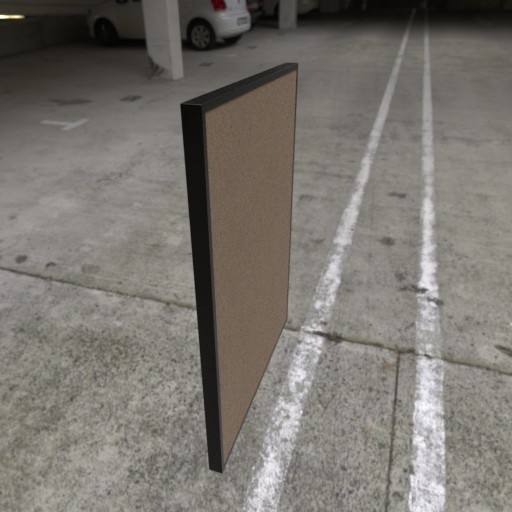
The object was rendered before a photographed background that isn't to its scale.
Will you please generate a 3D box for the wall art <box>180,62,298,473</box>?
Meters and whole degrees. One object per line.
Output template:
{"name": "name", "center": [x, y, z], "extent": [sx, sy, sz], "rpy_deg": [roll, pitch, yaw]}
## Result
{"name": "wall art", "center": [0.000, 0.000, 1.390], "extent": [0.043, 1.046, 0.788], "rpy_deg": [9, 30, 15]}
